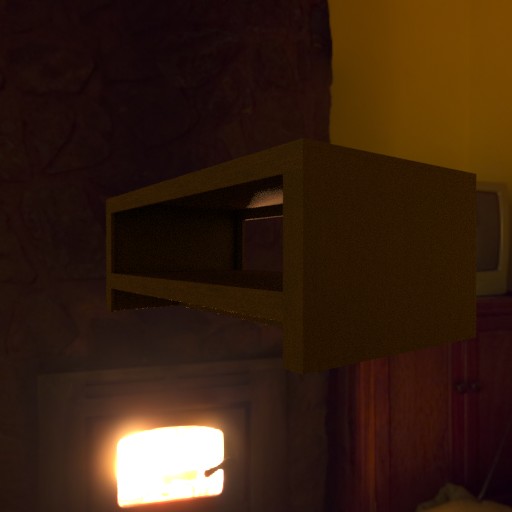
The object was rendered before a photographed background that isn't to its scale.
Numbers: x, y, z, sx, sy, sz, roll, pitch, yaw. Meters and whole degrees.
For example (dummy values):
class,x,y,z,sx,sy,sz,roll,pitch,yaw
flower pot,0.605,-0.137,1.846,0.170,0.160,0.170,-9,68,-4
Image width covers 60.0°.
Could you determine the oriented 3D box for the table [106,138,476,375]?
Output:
class,x,y,z,sx,sy,sz,roll,pitch,yaw
table,0.000,0.000,1.405,0.597,0.424,1.099,0,0,-36
